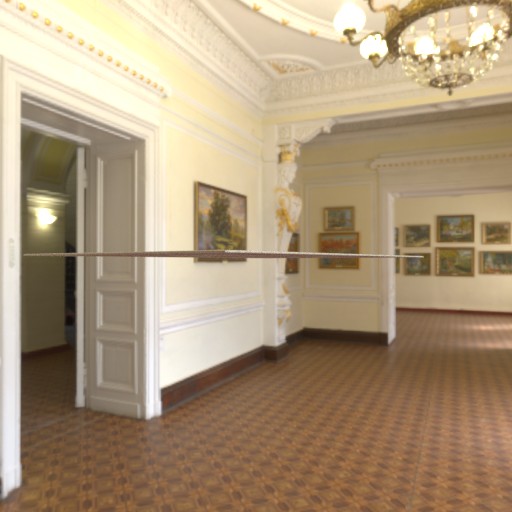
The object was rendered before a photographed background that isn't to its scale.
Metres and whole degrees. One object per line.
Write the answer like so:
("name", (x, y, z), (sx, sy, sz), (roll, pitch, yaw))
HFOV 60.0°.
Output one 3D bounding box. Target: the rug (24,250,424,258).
("rug", (0.000, 0.000, 1.094), (0.556, 0.004, 0.868), (-1, -1, 37))
